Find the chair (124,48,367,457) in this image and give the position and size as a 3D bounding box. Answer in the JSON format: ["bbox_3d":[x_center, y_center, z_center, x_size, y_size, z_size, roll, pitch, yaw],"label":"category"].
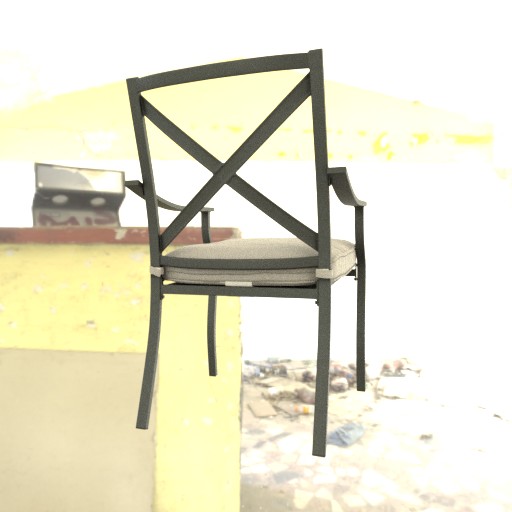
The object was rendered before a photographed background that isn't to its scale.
[{"bbox_3d":[0.000,0.000,1.275,0.575,0.889,0.620,0,0,19],"label":"chair"}]
